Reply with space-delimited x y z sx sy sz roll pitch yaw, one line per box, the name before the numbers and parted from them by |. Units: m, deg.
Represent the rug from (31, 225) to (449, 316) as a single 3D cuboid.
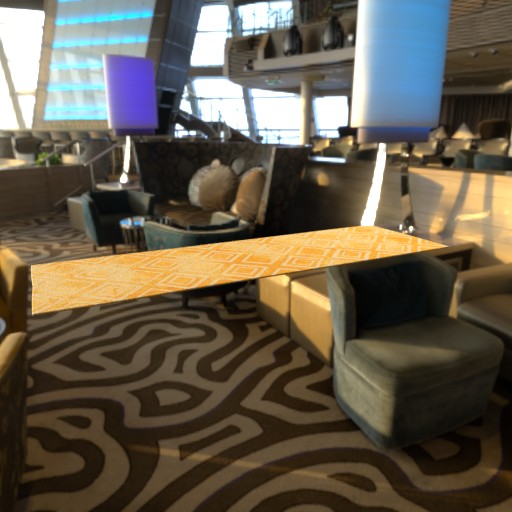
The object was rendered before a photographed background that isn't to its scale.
rug | 0.000 0.000 2.673 2.438 0.010 0.775 -8 18 -26
